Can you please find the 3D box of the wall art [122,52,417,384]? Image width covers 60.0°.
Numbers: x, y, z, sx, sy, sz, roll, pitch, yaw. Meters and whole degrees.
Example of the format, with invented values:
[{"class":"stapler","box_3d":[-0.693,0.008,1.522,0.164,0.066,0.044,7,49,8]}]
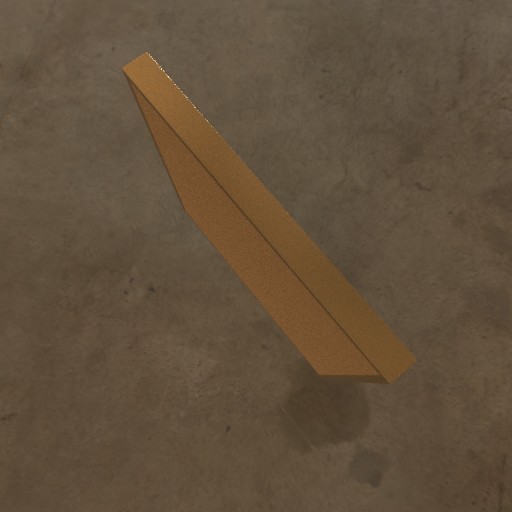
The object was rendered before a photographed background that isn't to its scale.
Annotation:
[{"class":"wall art","box_3d":[0.000,0.000,0.775,0.040,0.509,0.509,-38,78,-9]}]
